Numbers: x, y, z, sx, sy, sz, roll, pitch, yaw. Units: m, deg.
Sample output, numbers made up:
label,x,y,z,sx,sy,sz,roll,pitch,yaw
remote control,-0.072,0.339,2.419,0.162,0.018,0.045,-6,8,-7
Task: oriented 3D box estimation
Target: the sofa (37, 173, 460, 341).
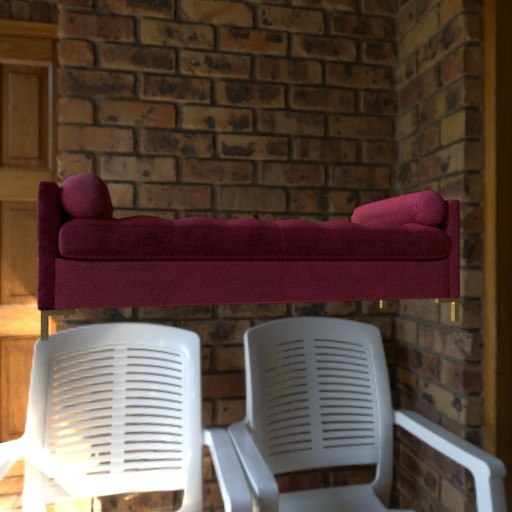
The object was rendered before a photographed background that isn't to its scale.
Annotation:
label,x,y,z,sx,sy,sz,roll,pitch,yaw
sofa,0.000,0.000,2.454,2.102,0.705,0.796,0,0,-16
